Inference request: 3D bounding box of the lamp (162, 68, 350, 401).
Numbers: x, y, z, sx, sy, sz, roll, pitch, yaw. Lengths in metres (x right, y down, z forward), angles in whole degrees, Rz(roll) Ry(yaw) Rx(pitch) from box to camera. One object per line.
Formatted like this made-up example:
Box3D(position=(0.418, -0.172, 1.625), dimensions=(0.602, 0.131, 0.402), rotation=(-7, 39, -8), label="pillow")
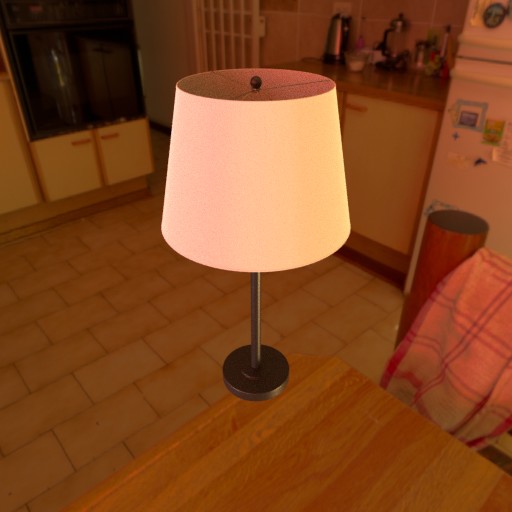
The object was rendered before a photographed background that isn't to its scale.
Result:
Box3D(position=(0.000, 0.000, 0.911), dimensions=(0.363, 0.696, 0.363), rotation=(0, 32, 0), label="lamp")
